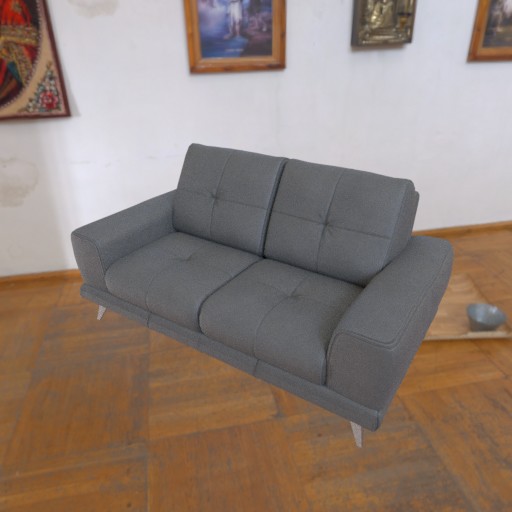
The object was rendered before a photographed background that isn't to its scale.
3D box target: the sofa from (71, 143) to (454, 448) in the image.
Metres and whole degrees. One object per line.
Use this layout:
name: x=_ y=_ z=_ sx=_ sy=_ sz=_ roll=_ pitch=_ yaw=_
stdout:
sofa: x=0.000 y=0.000 z=2.342 sx=1.806 sy=0.907 sz=1.018 roll=17 pitch=32 yaw=29
